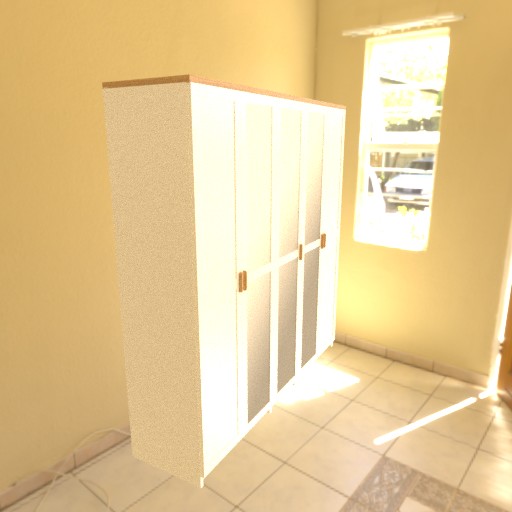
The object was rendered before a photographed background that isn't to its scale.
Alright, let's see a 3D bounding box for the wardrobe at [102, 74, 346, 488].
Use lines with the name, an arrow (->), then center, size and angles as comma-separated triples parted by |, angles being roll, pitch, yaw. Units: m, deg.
wardrobe -> 0.000, 0.000, 3.338 | 0.590, 2.260, 2.160 | 8, 17, 29
